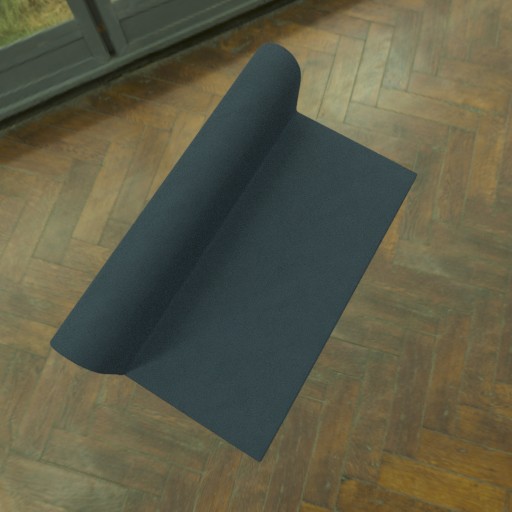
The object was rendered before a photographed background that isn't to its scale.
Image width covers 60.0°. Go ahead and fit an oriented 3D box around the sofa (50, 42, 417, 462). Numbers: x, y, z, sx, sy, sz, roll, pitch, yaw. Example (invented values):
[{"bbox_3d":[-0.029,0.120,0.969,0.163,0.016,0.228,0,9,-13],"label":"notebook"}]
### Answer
[{"bbox_3d":[0.000,0.000,1.647,0.762,0.660,1.219,30,77,8],"label":"sofa"}]
